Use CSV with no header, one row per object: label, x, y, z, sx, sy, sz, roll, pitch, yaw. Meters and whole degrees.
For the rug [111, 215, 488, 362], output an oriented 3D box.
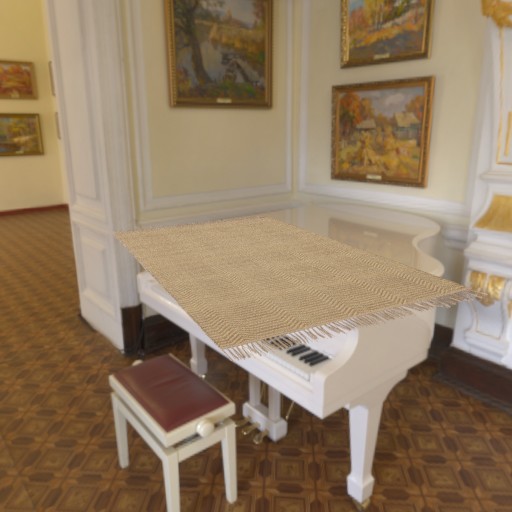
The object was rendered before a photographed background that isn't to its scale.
rug,0.000,0.000,3.111,1.528,0.034,2.523,-8,18,-26
